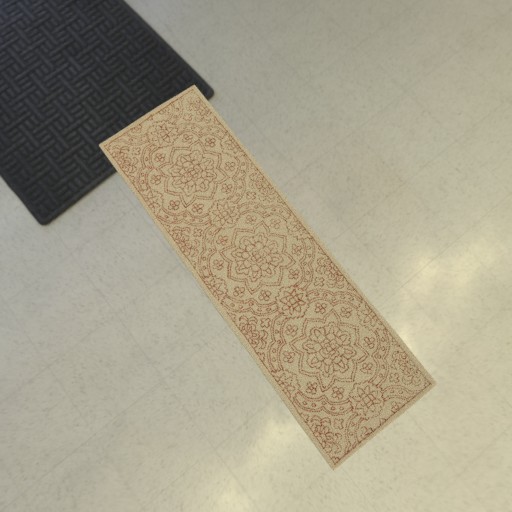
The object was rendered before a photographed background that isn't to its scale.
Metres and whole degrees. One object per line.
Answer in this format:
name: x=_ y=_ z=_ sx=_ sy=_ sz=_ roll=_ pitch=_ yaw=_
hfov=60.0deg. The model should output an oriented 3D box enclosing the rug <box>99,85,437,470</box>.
rug: x=0.000 y=0.000 z=2.717 sx=0.769 sy=0.012 sz=2.448 roll=-36 pitch=78 yaw=-9
